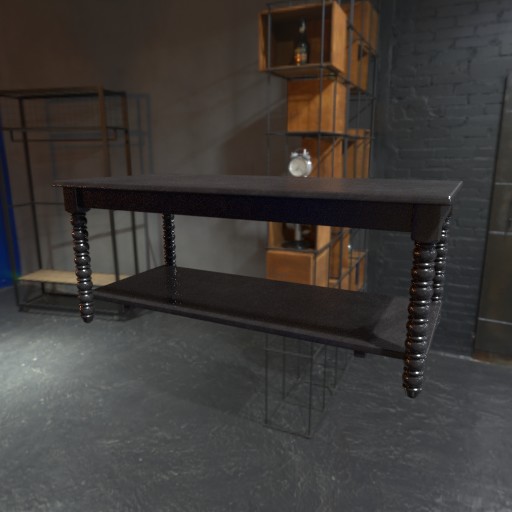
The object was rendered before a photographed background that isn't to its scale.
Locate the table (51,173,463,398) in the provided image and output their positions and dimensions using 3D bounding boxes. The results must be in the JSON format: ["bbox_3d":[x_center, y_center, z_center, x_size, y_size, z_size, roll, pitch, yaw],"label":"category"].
[{"bbox_3d":[0.000,0.000,1.452,1.171,0.487,0.580,7,15,26],"label":"table"}]
